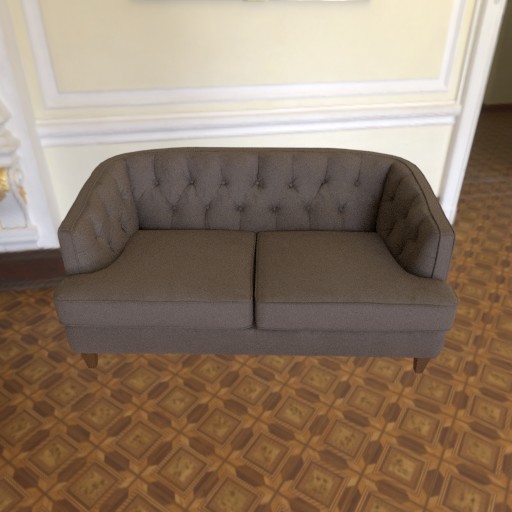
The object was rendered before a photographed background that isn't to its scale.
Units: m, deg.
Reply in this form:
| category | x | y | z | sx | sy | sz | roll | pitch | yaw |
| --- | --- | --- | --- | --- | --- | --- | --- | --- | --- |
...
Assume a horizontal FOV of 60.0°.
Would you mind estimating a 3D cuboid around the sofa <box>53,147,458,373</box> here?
| category | x | y | z | sx | sy | sz | roll | pitch | yaw |
| --- | --- | --- | --- | --- | --- | --- | --- | --- | --- |
| sofa | 0.000 | 0.000 | 2.246 | 1.733 | 0.855 | 0.941 | 1 | 30 | 1 |
